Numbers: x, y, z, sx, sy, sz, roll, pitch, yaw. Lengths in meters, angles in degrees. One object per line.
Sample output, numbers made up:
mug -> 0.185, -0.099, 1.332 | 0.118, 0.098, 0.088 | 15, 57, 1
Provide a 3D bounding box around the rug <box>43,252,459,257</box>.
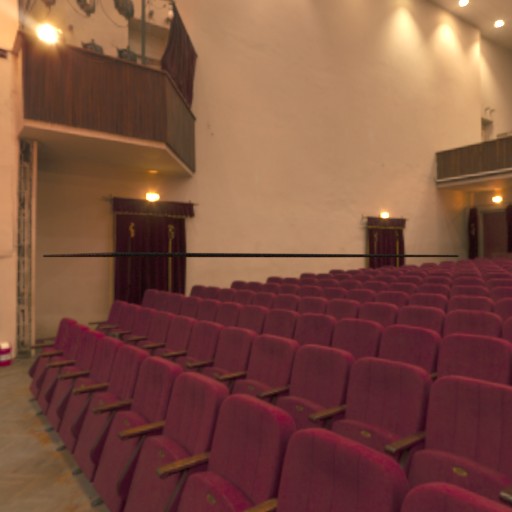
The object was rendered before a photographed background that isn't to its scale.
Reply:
rug -> 0.000, 0.000, 3.060 | 2.441, 0.015, 1.526 | 0, 0, -35
